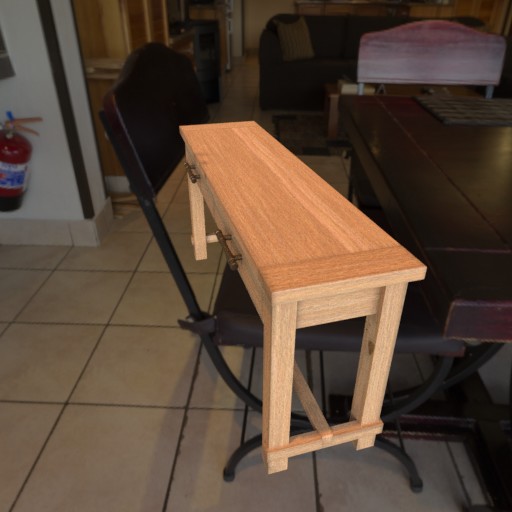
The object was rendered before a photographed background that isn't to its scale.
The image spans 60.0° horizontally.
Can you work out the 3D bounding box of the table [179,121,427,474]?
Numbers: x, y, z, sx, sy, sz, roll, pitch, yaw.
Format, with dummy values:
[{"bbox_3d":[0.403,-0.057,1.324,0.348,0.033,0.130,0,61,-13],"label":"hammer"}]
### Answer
[{"bbox_3d":[0.000,0.000,1.921,0.442,0.762,1.599,-8,31,-14],"label":"table"}]
